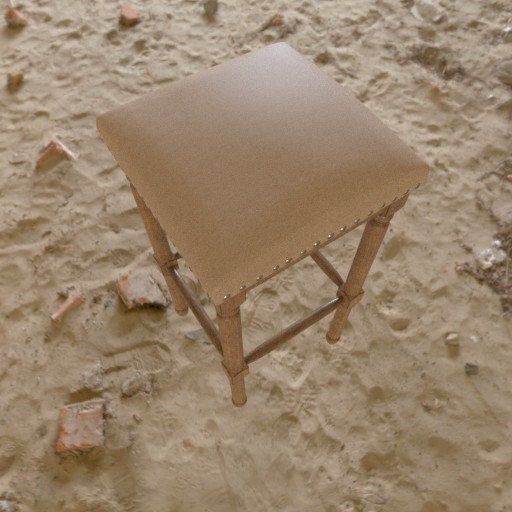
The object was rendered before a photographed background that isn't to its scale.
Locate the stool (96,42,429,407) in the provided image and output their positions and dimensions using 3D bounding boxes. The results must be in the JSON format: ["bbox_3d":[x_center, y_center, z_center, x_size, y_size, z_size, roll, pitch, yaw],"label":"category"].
[{"bbox_3d":[0.000,0.000,0.969,0.382,0.768,0.383,-29,63,-17],"label":"stool"}]
